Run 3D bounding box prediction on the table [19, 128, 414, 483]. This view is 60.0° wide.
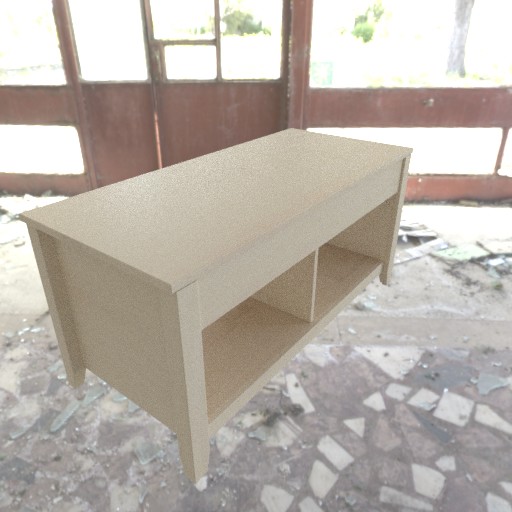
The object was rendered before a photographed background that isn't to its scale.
[{"bbox_3d":[0.000,0.000,1.261,0.457,0.483,1.016,20,34,33],"label":"table"}]
